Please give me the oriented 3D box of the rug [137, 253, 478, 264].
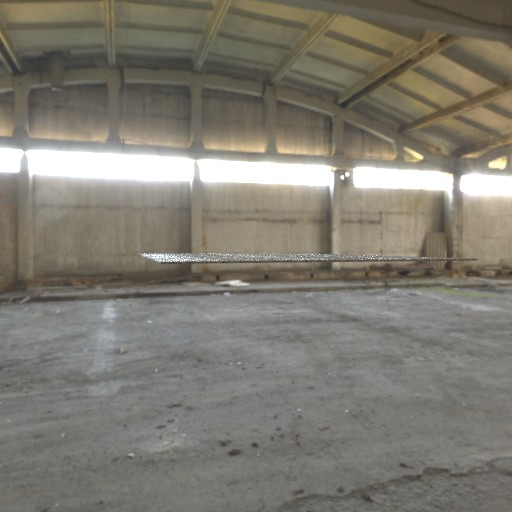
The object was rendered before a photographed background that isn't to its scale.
[{"bbox_3d":[0.000,0.000,3.121,1.549,0.010,2.464,0,1,-17],"label":"rug"}]
